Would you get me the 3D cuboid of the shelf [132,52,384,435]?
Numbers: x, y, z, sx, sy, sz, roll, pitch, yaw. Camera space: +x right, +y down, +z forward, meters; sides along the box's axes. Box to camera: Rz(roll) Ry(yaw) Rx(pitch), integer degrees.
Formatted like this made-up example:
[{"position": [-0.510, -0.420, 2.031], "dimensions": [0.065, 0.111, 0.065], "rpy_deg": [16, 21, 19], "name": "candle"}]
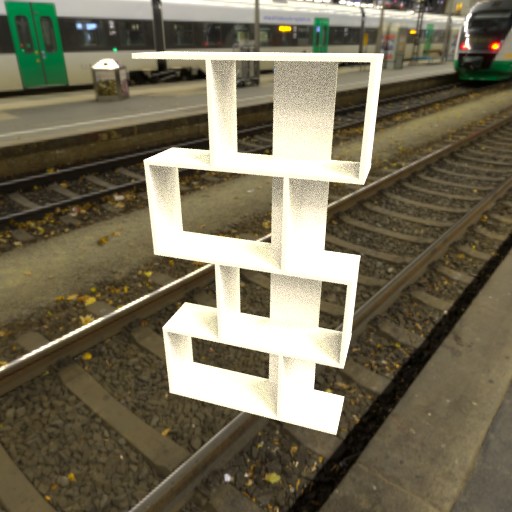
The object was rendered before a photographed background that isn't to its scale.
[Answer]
[{"position": [0.000, 0.000, 1.986], "dimensions": [0.890, 1.650, 0.250], "rpy_deg": [8, 27, 17], "name": "shelf"}]
